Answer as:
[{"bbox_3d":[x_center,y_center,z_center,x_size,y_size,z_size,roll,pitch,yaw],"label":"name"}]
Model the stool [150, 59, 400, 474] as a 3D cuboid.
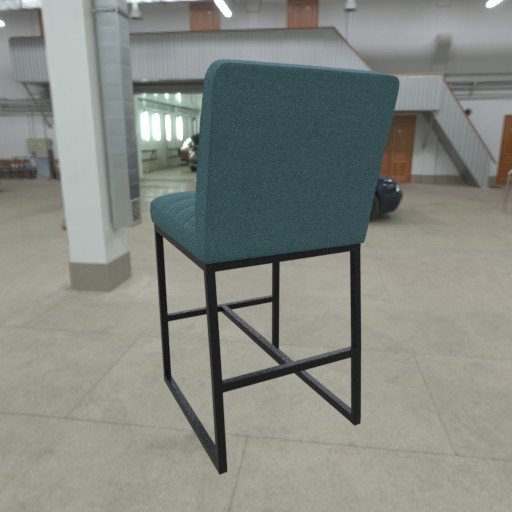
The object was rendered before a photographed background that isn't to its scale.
[{"bbox_3d":[0.000,0.000,1.252,0.460,0.940,0.560,-8,17,-26],"label":"stool"}]
